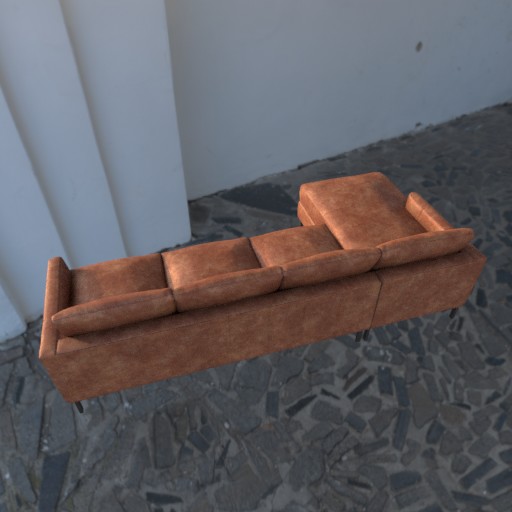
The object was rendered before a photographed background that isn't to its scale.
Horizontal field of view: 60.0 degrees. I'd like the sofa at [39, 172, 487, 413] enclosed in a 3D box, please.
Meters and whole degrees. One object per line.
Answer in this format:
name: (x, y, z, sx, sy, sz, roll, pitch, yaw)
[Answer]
sofa: (0.000, 0.000, 3.470, 2.993, 0.859, 1.471, -11, 43, -12)
